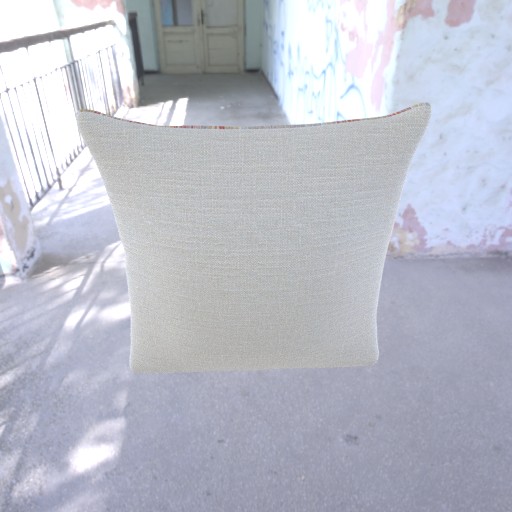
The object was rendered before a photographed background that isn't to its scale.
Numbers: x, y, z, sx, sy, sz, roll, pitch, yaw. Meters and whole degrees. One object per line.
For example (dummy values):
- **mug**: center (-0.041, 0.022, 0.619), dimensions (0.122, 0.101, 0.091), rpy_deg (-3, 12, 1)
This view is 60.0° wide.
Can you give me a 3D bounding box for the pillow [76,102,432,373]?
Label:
- **pillow**: center (0.000, 0.000, 0.675), dimensions (0.451, 0.449, 0.191), rpy_deg (-1, 31, -2)
